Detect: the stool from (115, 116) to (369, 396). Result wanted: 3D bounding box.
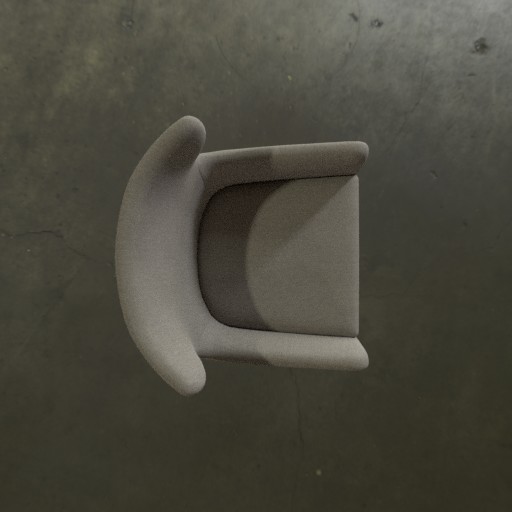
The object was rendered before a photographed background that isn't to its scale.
[{"bbox_3d":[0.000,0.000,1.351,0.575,0.951,0.575,0,90,0],"label":"stool"}]
